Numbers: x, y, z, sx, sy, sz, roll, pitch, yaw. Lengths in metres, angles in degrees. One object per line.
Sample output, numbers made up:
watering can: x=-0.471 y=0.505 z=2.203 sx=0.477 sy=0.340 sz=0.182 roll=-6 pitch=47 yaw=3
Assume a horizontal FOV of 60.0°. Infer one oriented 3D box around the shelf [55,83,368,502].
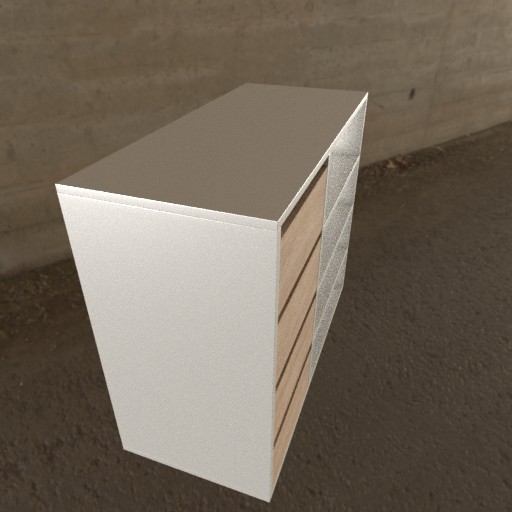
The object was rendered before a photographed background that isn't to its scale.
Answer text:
shelf: x=0.000 y=0.000 z=1.242 sx=0.396 sy=0.732 sz=0.895 roll=11 pitch=34 yaw=17
